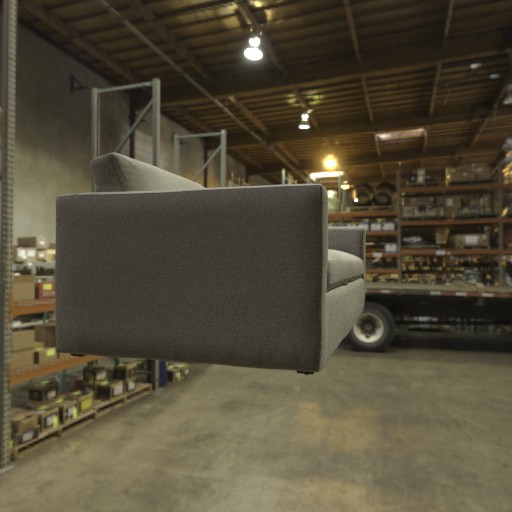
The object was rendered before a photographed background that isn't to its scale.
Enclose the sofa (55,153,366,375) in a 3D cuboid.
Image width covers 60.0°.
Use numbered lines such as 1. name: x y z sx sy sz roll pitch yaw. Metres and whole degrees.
1. sofa: 0.000 0.000 2.493 1.091 0.839 1.905 0 -1 18
